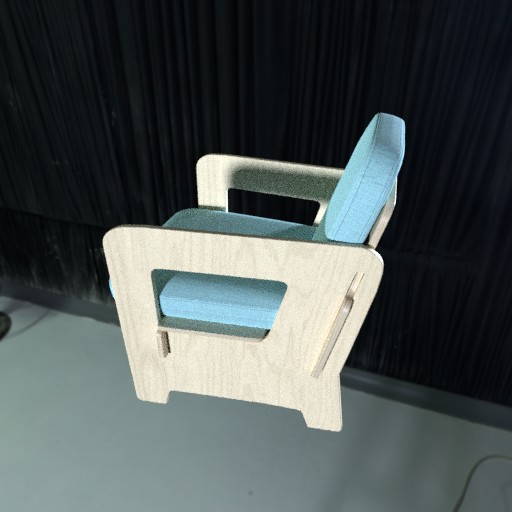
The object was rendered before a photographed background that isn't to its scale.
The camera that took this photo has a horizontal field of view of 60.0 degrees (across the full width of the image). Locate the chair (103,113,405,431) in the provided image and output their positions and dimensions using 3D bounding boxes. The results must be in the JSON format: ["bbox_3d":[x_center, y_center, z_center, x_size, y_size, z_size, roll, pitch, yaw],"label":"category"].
[{"bbox_3d":[0.000,0.000,1.293,0.710,0.800,0.590,8,31,14],"label":"chair"}]
